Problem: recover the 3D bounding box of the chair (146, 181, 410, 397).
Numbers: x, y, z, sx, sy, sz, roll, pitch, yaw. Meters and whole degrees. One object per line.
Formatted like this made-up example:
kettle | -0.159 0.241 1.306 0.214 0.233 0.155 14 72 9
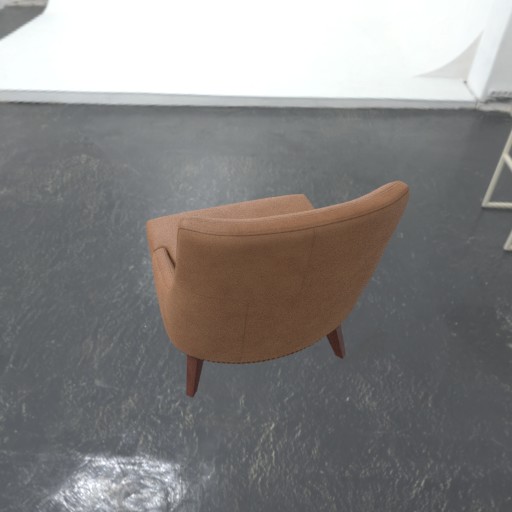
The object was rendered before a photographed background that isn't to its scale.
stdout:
chair | 0.000 0.000 1.516 0.701 0.909 0.861 -11 43 -12
